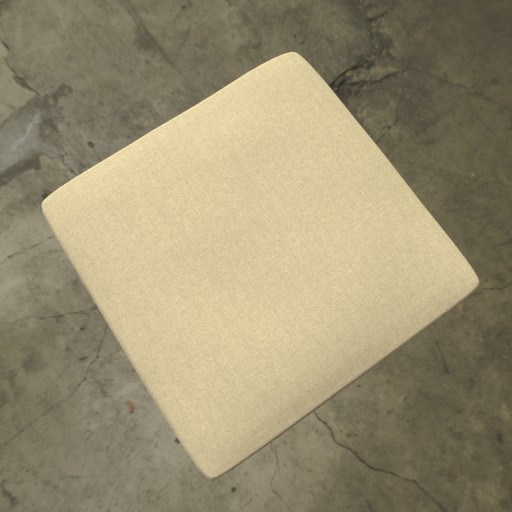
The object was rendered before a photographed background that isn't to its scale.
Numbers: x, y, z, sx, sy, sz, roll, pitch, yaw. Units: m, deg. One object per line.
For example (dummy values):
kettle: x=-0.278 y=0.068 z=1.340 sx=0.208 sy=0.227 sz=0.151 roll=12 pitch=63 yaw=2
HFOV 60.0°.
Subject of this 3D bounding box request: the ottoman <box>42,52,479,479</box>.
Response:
ottoman: x=0.000 y=0.000 z=1.284 sx=0.843 sy=0.436 sz=0.840 roll=-34 pitch=80 yaw=-7
